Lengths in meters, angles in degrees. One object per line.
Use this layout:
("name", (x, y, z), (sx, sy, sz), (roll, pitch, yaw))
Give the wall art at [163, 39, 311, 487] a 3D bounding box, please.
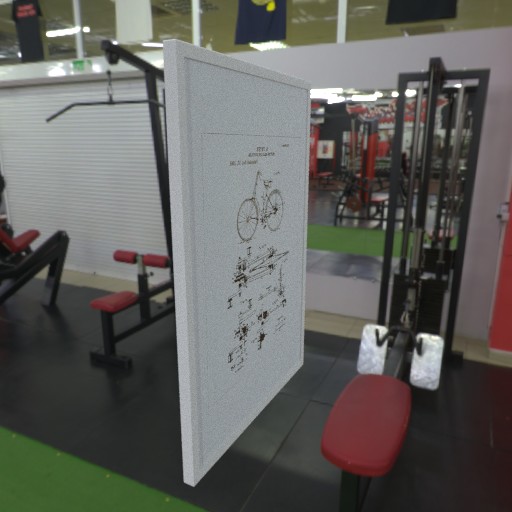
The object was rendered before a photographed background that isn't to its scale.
("wall art", (0.000, 0.000, 0.600), (0.015, 0.477, 0.332), (8, 16, 27))
